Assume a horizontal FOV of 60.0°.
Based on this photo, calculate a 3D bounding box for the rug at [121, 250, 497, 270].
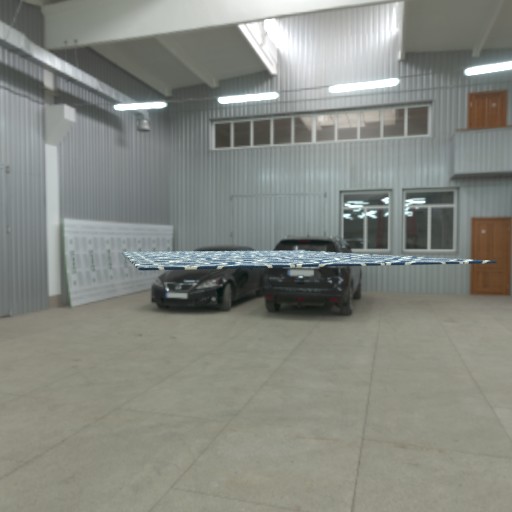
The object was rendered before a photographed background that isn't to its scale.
[{"bbox_3d":[0.000,0.000,2.711,1.524,0.010,2.134,-1,2,-18],"label":"rug"}]
